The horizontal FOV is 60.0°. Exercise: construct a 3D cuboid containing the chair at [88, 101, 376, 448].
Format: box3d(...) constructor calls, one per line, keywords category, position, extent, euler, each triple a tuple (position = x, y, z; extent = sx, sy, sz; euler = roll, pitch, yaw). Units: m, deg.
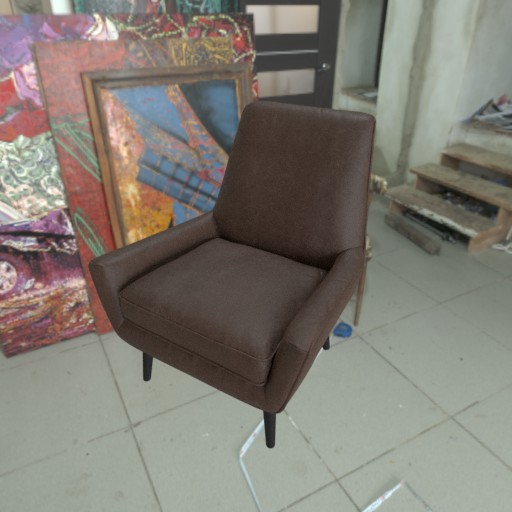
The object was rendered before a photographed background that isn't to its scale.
box3d(category="chair", position=(0.000, 0.000, 1.530), extent=(0.787, 0.888, 0.824), euler=(17, 34, 28))
